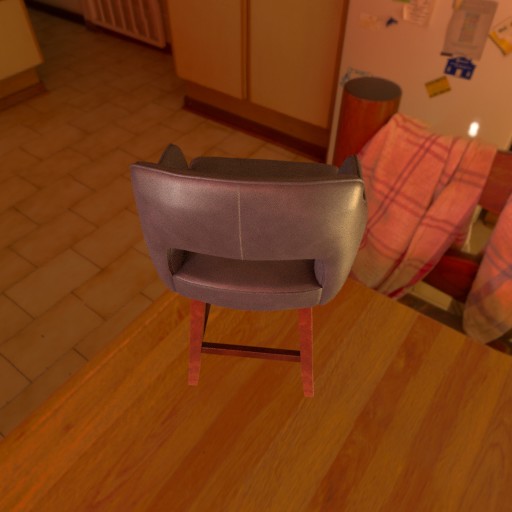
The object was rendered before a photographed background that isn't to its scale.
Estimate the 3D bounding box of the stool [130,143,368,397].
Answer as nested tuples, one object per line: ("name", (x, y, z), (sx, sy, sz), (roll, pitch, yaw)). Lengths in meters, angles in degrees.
("stool", (0.000, 0.000, 1.279), (0.550, 0.936, 0.560), (4, 47, 4))
